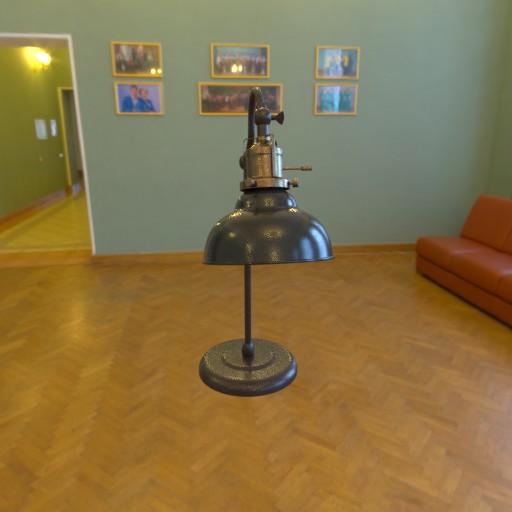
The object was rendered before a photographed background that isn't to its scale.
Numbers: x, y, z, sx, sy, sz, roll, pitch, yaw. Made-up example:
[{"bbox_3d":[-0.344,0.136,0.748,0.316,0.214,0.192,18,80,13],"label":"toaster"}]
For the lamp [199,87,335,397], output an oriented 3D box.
[{"bbox_3d":[0.000,0.000,0.709,0.192,0.508,0.374,-3,16,-9],"label":"lamp"}]
